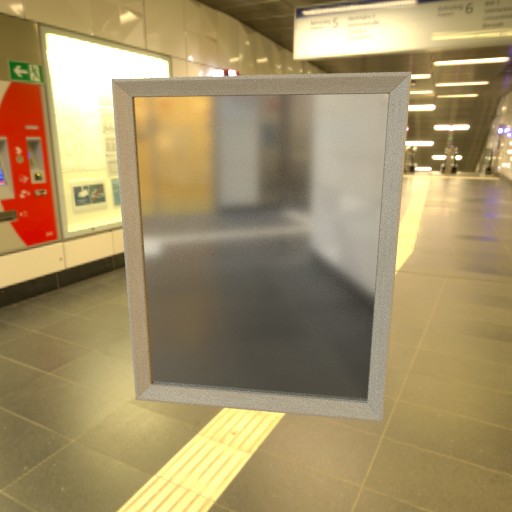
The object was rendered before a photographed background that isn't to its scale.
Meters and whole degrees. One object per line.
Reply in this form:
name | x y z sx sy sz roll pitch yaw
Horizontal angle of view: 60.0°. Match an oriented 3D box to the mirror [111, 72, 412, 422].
mirror | 0.000 0.000 0.675 0.406 0.509 0.041 2 15 8
